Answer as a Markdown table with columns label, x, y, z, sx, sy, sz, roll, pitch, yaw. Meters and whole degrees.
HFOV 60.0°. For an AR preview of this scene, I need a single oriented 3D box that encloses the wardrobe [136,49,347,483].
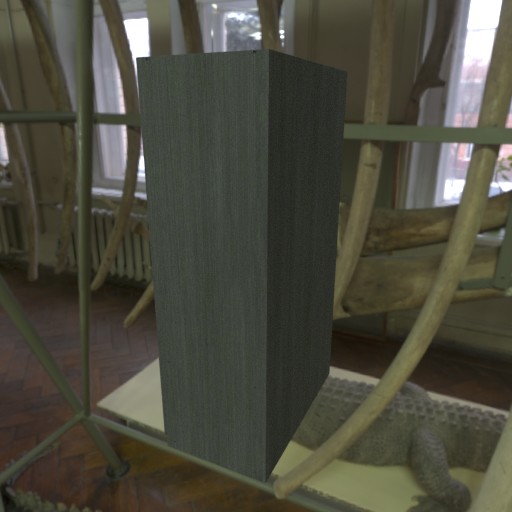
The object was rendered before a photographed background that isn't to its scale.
| label | x | y | z | sx | sy | sz | roll | pitch | yaw |
| --- | --- | --- | --- | --- | --- | --- | --- | --- | --- |
| wardrobe | 0.000 | 0.000 | 2.281 | 0.577 | 1.808 | 0.991 | 9 | 20 | 25 |
